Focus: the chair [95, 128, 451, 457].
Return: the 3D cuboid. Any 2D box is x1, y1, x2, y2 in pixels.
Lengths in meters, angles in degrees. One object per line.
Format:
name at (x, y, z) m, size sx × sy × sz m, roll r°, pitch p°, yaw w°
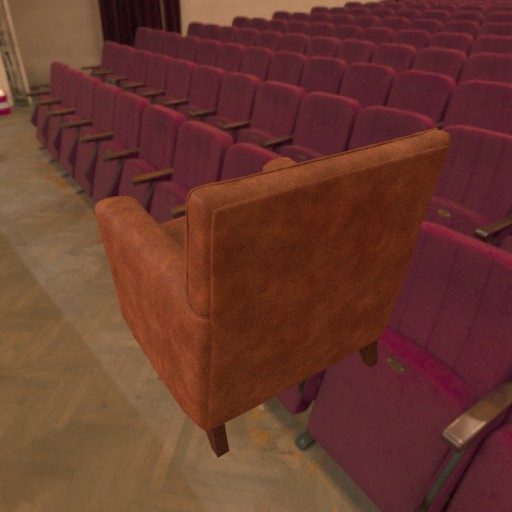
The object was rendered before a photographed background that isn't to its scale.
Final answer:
chair at (0.000, 0.000, 1.575) m, size 0.870 × 0.943 × 0.823 m, roll -20°, pitch 36°, yaw -29°
